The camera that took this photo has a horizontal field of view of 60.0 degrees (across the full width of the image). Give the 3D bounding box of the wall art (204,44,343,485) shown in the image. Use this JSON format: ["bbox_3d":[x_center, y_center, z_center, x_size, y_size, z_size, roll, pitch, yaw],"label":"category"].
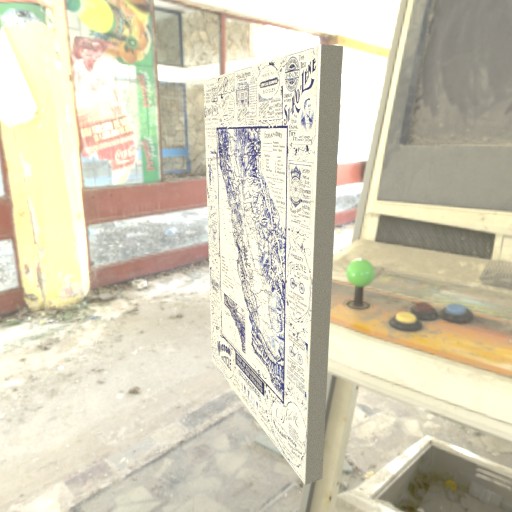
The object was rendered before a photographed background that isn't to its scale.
[{"bbox_3d":[0.000,0.000,0.954,0.039,0.753,0.511,-7,17,-24],"label":"wall art"}]
